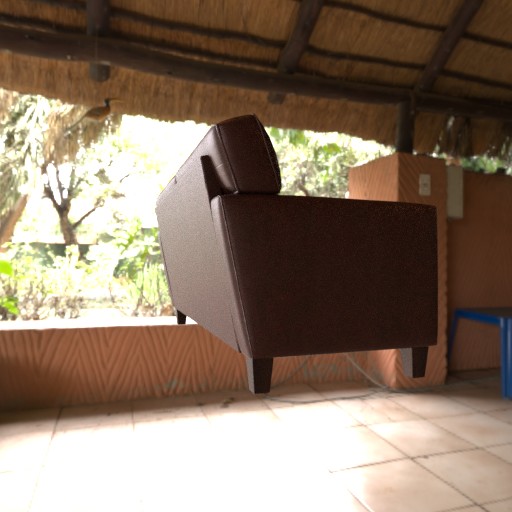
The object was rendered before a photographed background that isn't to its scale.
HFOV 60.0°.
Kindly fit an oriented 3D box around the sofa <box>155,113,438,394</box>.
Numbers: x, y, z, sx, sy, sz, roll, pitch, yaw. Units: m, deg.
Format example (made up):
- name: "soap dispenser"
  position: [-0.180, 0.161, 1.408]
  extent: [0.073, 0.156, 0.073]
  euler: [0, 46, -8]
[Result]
- name: "sofa"
  position: [0.000, 0.000, 2.369]
  extent: [0.912, 0.928, 1.876]
  euler: [0, -1, -18]
